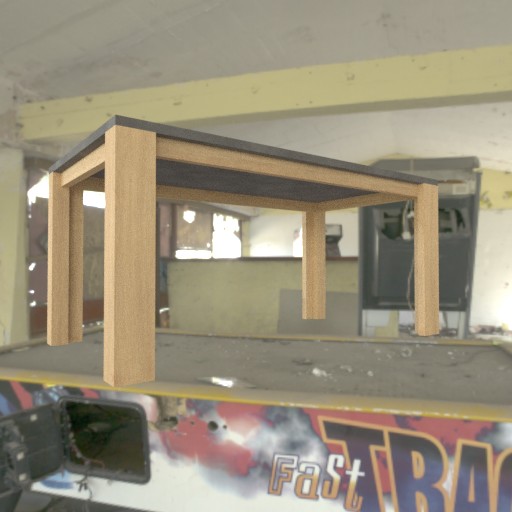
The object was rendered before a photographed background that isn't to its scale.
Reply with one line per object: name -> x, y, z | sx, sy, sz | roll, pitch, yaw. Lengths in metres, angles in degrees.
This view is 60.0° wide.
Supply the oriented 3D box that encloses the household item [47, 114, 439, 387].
household item -> 0.000, 0.000, 2.042 | 1.600, 0.755, 0.850 | 1, -1, -36
